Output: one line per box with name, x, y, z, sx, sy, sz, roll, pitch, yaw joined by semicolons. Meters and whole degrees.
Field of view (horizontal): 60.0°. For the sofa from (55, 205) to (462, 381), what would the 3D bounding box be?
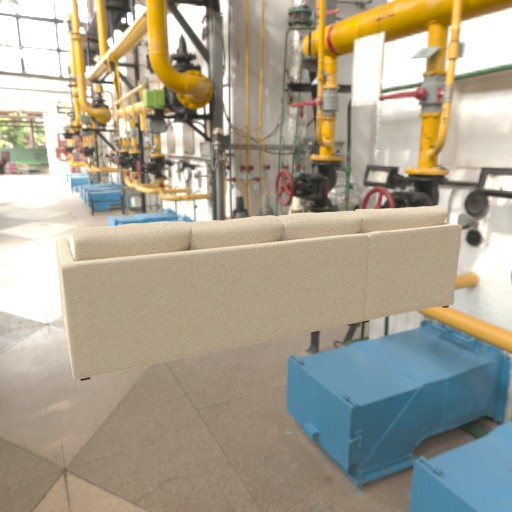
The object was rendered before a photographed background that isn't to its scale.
sofa;0.000;0.000;3.908;3.205;0.922;1.650;-6;15;-25
